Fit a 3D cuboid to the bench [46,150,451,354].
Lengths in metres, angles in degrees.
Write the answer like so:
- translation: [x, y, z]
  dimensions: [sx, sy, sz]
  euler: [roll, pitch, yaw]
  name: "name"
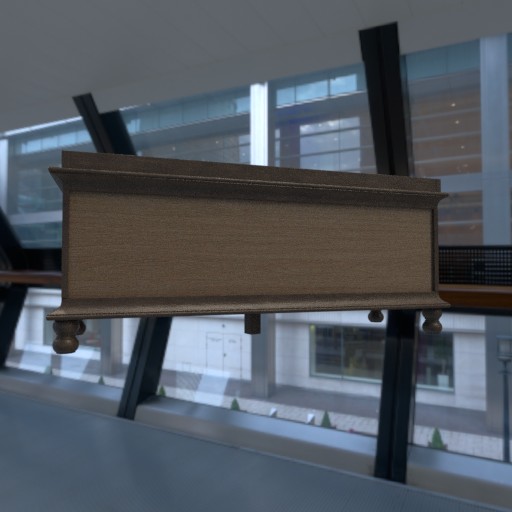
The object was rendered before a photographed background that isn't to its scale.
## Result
- translation: [0.000, 0.000, 1.436]
  dimensions: [1.185, 0.501, 0.402]
  euler: [1, -2, -18]
  name: "bench"
